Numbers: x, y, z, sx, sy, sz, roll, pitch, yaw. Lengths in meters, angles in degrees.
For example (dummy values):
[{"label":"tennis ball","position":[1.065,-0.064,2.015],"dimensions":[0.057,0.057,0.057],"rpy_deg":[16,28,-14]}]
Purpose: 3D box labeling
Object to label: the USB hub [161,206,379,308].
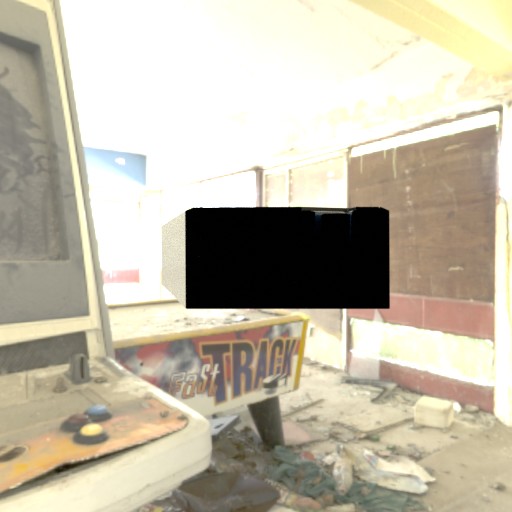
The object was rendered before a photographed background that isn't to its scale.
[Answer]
[{"label":"USB hub","position":[0.000,0.000,0.124],"dimensions":[0.044,0.023,0.110],"rpy_deg":[0,1,-16]}]
